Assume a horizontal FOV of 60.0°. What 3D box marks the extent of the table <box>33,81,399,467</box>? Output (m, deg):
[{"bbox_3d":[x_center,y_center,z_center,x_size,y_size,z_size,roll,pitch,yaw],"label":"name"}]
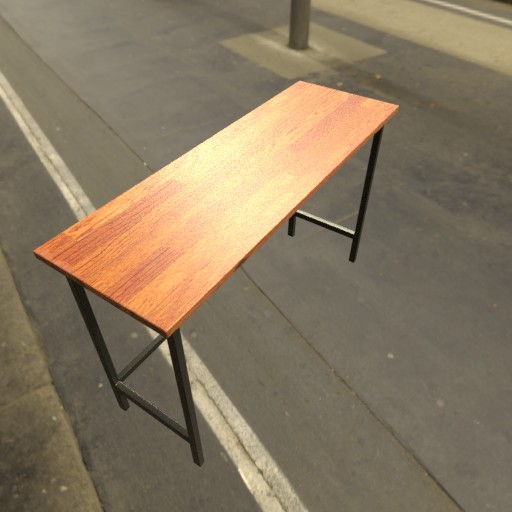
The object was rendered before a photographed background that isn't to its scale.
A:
[{"bbox_3d":[0.000,0.000,1.536,0.408,0.740,1.204,25,48,24],"label":"table"}]
